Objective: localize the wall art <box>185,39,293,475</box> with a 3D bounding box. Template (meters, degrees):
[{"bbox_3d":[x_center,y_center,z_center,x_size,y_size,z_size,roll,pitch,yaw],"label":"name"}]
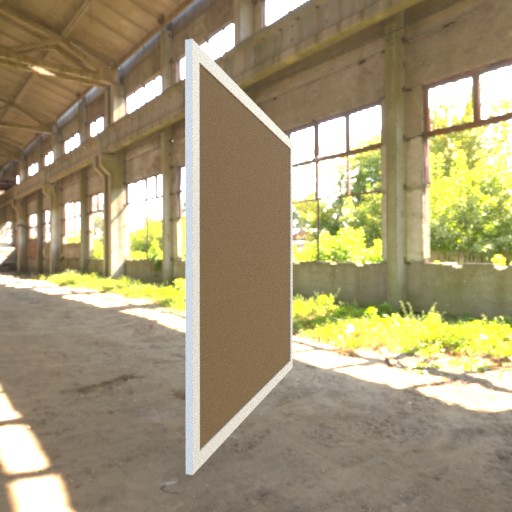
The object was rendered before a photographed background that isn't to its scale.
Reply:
[{"bbox_3d":[0.000,0.000,1.213,0.015,0.812,0.812,0,1,18],"label":"wall art"}]
